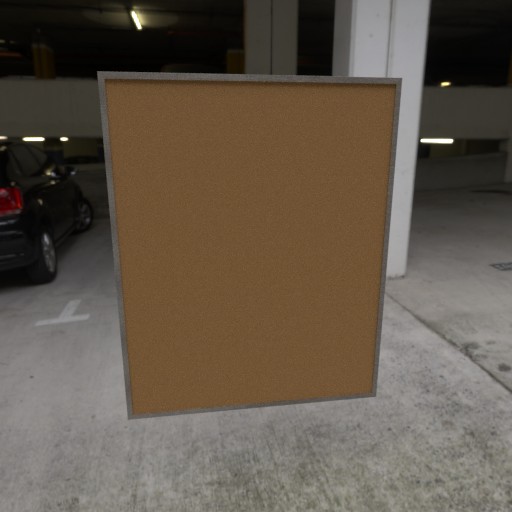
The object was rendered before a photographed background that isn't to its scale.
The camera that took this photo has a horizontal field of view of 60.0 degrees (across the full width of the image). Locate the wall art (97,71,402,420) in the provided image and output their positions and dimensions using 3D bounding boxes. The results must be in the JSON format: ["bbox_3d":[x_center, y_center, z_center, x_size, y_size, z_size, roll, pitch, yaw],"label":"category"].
[{"bbox_3d":[0.000,0.000,0.689,0.421,0.521,0.032,-2,15,-9],"label":"wall art"}]
